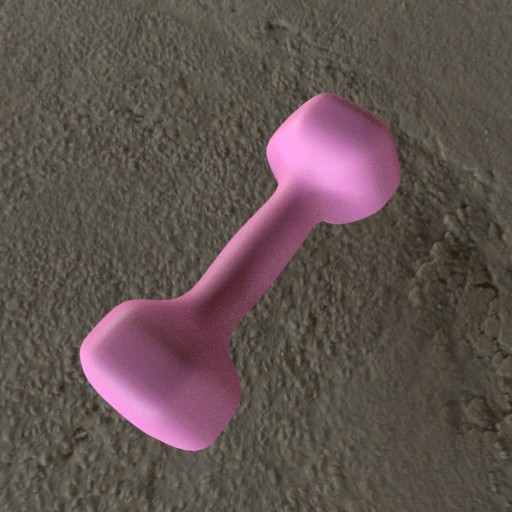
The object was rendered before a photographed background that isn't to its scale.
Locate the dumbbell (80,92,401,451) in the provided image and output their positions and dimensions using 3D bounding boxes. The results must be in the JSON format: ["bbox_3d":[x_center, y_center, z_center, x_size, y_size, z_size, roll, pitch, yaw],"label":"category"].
[{"bbox_3d":[0.000,0.000,0.187,0.064,0.058,0.159,34,69,15],"label":"dumbbell"}]
